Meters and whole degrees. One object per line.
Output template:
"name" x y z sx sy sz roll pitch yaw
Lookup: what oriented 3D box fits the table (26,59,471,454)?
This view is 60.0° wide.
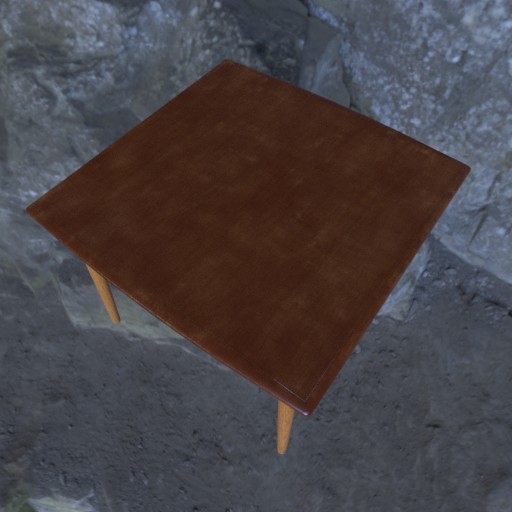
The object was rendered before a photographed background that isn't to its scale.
"table" 0.000 0.000 1.651 0.991 0.754 0.991 32 62 19
